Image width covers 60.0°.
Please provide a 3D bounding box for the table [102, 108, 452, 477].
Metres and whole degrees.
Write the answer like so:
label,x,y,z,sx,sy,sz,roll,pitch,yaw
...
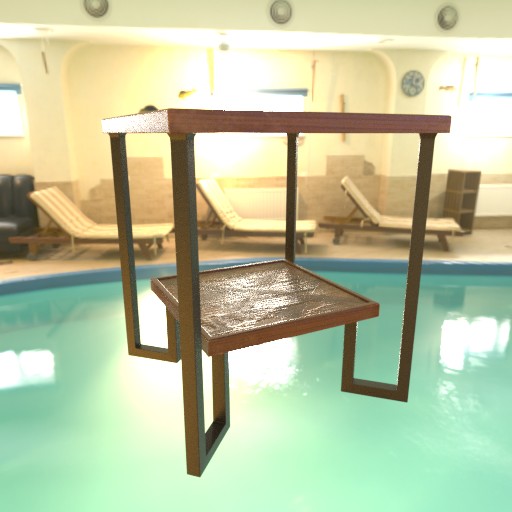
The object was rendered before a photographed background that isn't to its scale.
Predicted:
label,x,y,z,sx,sy,sz,roll,pitch,yaw
table,0.000,0.000,0.943,0.503,0.563,0.503,-8,17,-26
